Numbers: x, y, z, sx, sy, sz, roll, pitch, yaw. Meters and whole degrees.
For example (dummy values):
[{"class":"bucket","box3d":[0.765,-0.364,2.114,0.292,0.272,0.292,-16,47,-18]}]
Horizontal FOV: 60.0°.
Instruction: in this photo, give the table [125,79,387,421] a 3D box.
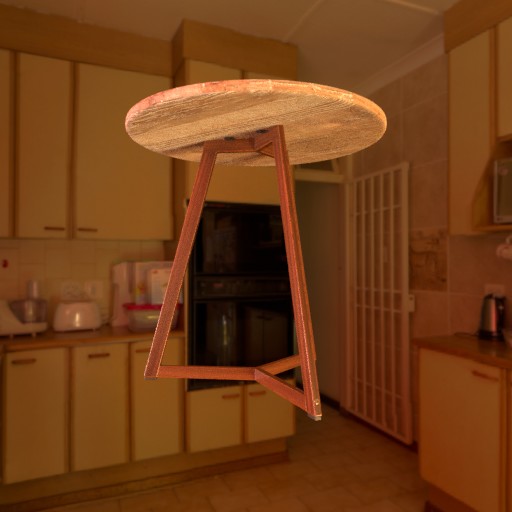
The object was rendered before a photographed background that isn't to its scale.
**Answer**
[{"class":"table","box3d":[0.000,0.000,0.881,0.500,0.500,0.500,0,-1,0]}]
